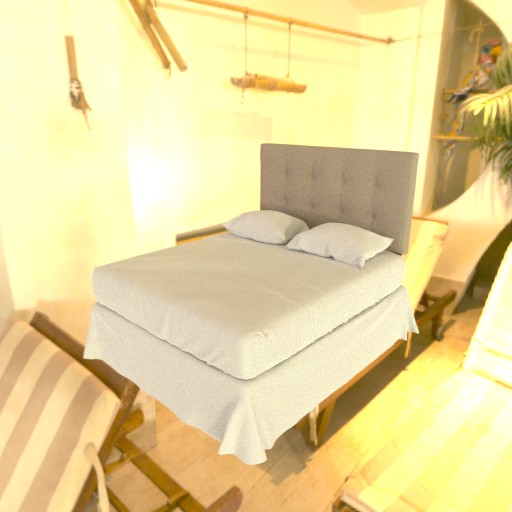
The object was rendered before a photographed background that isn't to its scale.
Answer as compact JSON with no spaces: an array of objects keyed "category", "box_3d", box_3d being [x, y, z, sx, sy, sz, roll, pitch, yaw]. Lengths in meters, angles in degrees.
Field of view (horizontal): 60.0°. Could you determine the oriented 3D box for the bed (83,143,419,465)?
[{"category":"bed","box_3d":[0.000,0.000,3.514,1.936,1.577,2.222,16,24,40]}]
